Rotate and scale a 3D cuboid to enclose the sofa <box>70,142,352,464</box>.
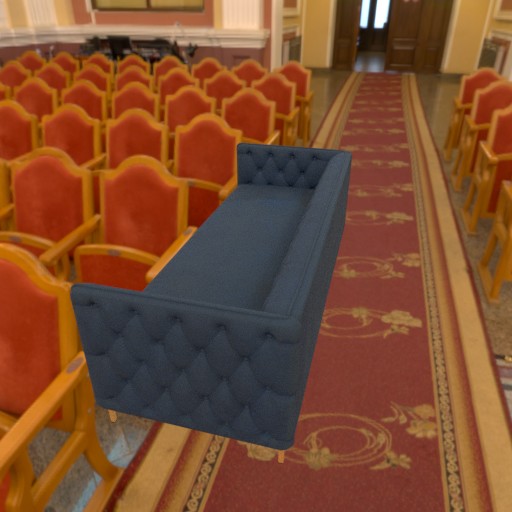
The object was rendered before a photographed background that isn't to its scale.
[{"bbox_3d":[0.000,0.000,2.637,0.895,0.771,2.209,8,30,13],"label":"sofa"}]
